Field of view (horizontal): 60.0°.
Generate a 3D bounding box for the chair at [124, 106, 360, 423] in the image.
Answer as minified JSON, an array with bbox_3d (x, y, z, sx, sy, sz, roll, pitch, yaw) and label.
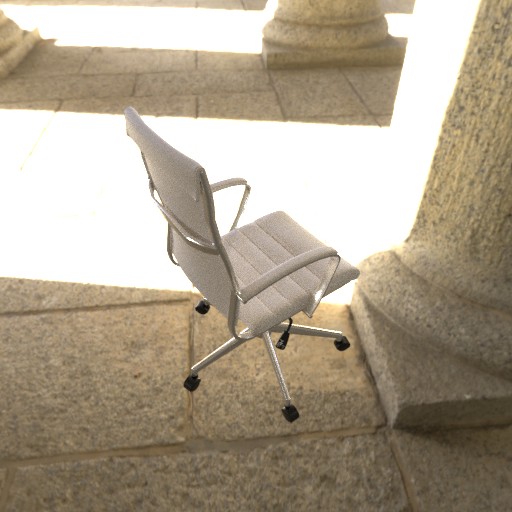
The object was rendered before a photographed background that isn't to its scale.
[{"bbox_3d":[0.000,0.000,1.667,0.739,1.149,0.766,-24,46,-26],"label":"chair"}]
